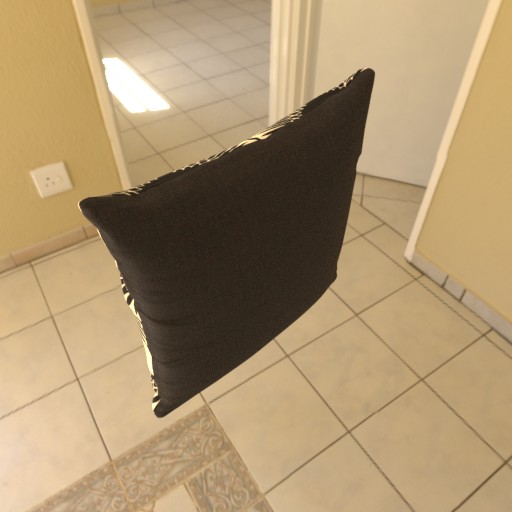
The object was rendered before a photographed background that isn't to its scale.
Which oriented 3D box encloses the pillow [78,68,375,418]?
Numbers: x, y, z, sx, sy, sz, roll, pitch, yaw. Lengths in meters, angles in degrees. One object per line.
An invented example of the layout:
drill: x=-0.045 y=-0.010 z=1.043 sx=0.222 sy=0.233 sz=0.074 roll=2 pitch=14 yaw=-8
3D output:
pillow: x=0.000 y=0.000 z=0.650 sx=0.432 sy=0.432 sz=0.139 roll=-34 pitch=55 yaw=-28
